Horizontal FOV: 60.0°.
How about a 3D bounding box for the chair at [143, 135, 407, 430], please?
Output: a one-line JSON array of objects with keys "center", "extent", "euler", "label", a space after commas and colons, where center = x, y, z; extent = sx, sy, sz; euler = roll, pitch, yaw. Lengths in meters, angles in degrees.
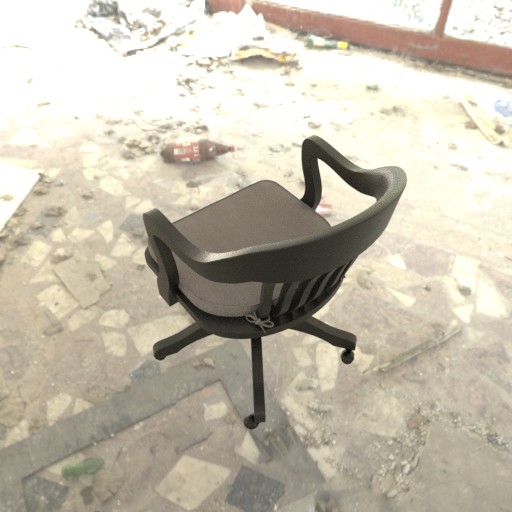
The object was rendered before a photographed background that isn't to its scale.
[{"center": [0.000, 0.000, 1.426], "extent": [0.750, 0.878, 0.788], "euler": [-30, 53, -26], "label": "chair"}]
